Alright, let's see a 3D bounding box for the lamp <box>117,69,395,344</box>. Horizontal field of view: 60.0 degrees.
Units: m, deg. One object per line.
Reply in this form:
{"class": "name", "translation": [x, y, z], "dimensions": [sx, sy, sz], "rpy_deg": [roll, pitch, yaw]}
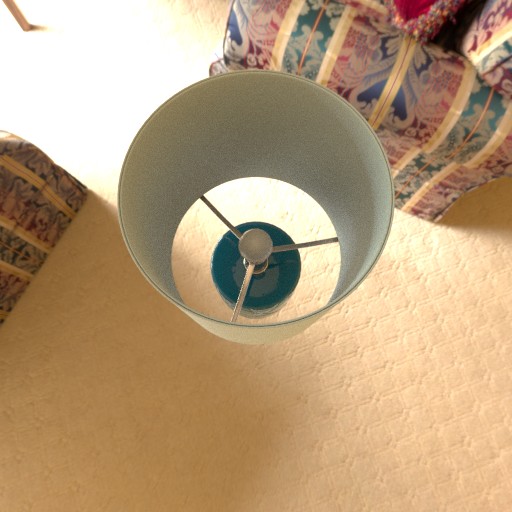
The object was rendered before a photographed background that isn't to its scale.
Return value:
{"class": "lamp", "translation": [0.000, 0.000, 0.491], "dimensions": [0.193, 0.377, 0.193], "rpy_deg": [-11, 76, -3]}
